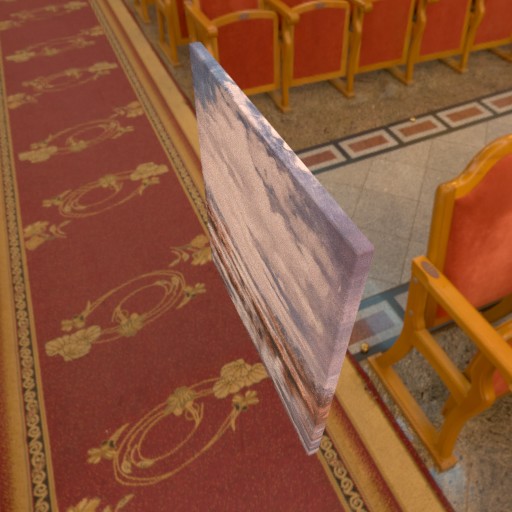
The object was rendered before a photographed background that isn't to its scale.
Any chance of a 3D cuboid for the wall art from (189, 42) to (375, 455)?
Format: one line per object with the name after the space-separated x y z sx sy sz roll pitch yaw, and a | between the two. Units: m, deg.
0.000 0.000 1.481 0.040 1.020 1.010 -17 49 -16 | wall art
